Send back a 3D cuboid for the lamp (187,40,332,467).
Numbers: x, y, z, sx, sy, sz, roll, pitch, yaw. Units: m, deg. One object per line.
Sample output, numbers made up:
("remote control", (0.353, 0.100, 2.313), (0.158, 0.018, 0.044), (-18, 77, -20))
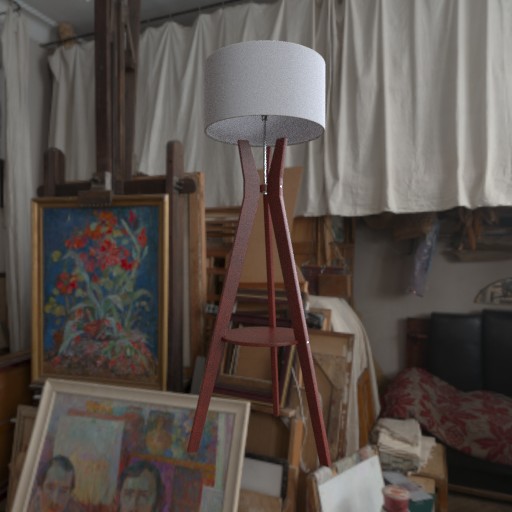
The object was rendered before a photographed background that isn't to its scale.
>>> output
("lamp", (0.000, 0.000, 1.740), (0.542, 1.472, 0.539), (0, 1, -18))
